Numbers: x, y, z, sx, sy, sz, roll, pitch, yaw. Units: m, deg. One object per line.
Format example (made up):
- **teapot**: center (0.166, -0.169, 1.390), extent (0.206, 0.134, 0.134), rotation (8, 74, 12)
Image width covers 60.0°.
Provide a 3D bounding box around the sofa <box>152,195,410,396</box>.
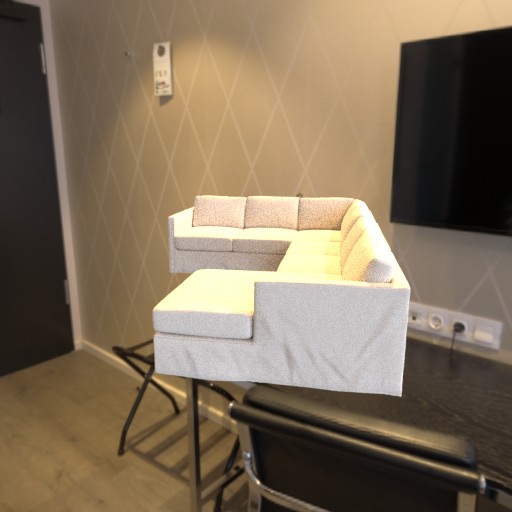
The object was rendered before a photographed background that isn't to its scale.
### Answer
- **sofa**: center (0.000, 0.000, 4.426), extent (2.427, 0.882, 3.460), rotation (2, 14, 10)
